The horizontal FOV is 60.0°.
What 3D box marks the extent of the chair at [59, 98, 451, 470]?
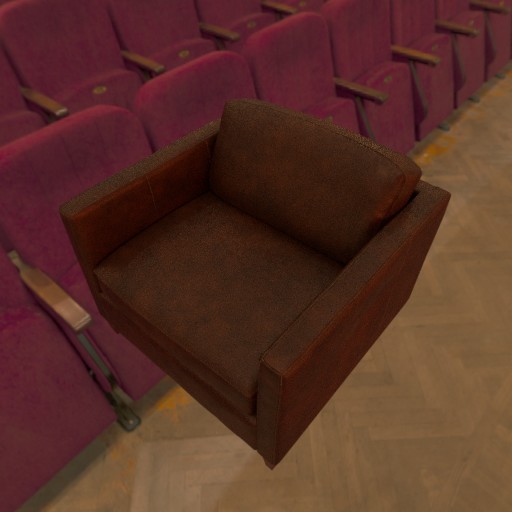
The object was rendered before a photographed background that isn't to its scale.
[{"bbox_3d":[0.000,0.000,1.702,0.990,0.864,0.975,31,53,27],"label":"chair"}]
